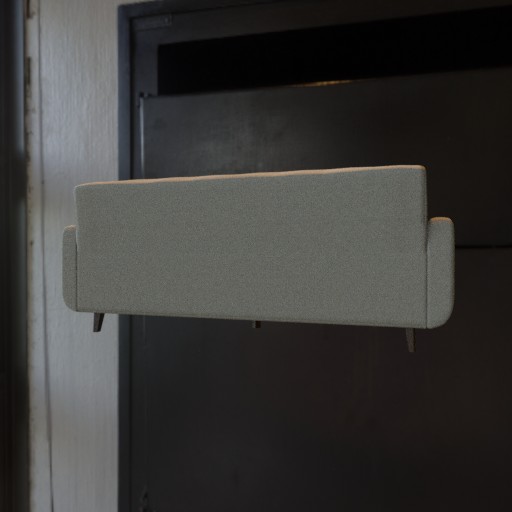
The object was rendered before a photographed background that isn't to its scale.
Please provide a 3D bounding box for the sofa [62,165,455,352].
[{"bbox_3d":[0.000,0.000,2.713,2.137,0.892,0.980,0,0,17],"label":"sofa"}]
